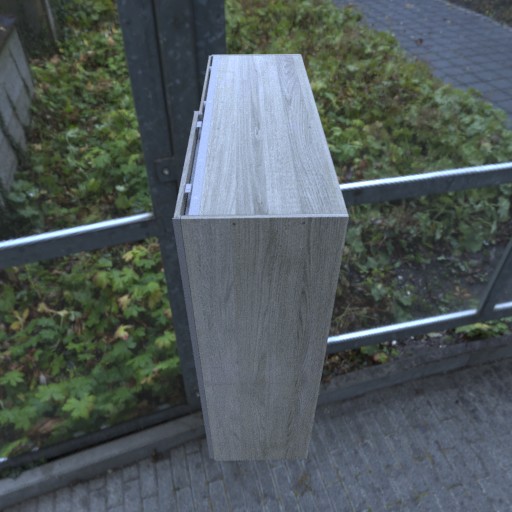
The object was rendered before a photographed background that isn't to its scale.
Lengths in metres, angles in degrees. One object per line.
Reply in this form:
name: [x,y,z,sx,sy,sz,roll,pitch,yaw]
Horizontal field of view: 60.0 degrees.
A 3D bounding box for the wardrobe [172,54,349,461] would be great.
wardrobe: [0.000,0.000,2.886,0.629,1.960,1.780,-1,42,-1]
